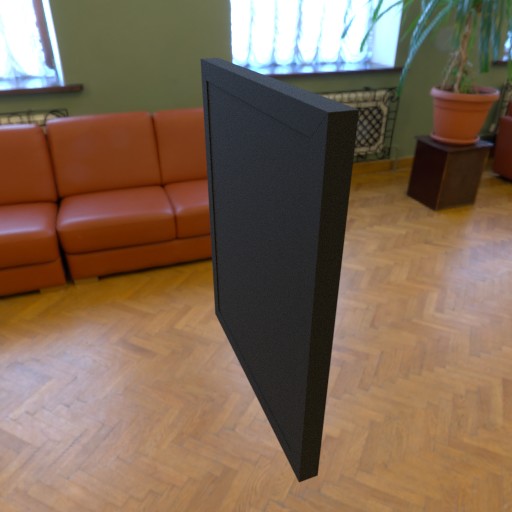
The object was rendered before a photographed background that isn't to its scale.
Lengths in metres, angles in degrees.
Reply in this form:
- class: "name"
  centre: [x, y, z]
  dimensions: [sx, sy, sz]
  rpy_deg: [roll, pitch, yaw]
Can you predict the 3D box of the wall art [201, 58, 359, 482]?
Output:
- class: "wall art"
  centre: [0.000, 0.000, 0.737]
  dimensions: [0.033, 0.559, 0.457]
  rpy_deg: [-11, 32, -18]
